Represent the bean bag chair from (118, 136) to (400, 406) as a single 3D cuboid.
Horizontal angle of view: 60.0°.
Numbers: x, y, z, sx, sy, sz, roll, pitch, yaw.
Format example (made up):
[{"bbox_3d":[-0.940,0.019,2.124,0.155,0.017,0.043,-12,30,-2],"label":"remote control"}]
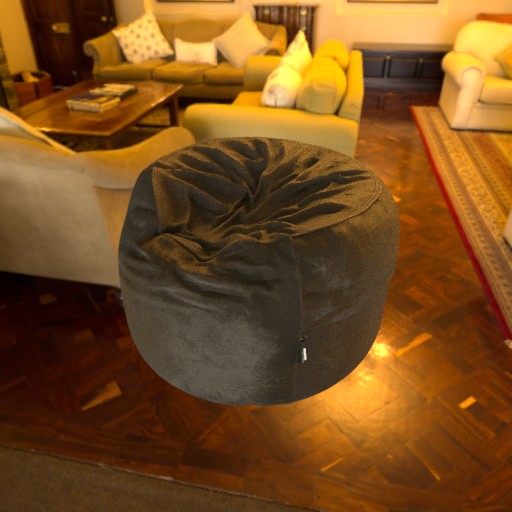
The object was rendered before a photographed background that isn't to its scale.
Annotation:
[{"bbox_3d":[0.000,0.000,1.523,0.918,0.605,0.918,0,33,0],"label":"bean bag chair"}]
